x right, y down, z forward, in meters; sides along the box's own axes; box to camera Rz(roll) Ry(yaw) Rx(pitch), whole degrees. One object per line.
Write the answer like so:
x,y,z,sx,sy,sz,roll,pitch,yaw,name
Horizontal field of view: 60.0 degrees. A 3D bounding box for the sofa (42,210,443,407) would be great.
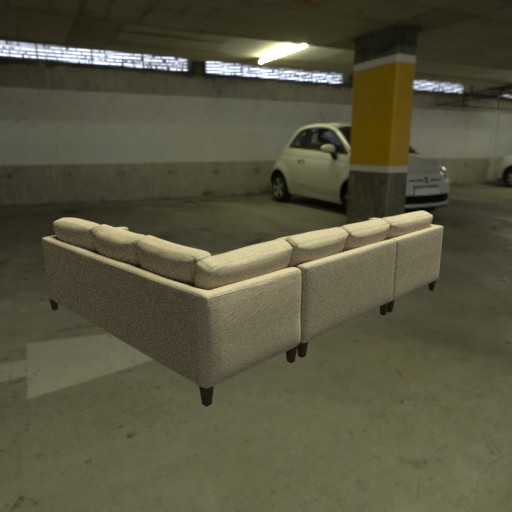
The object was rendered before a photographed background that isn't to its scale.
0.000,0.000,4.704,2.593,0.959,3.460,13,19,43,sofa
